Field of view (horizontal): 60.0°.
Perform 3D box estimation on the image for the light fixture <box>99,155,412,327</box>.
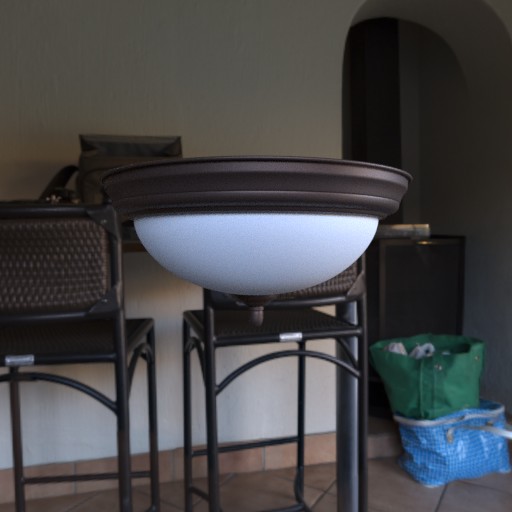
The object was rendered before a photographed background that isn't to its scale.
[{"bbox_3d":[0.000,0.000,0.421,0.280,0.135,0.280,0,1,0],"label":"light fixture"}]
